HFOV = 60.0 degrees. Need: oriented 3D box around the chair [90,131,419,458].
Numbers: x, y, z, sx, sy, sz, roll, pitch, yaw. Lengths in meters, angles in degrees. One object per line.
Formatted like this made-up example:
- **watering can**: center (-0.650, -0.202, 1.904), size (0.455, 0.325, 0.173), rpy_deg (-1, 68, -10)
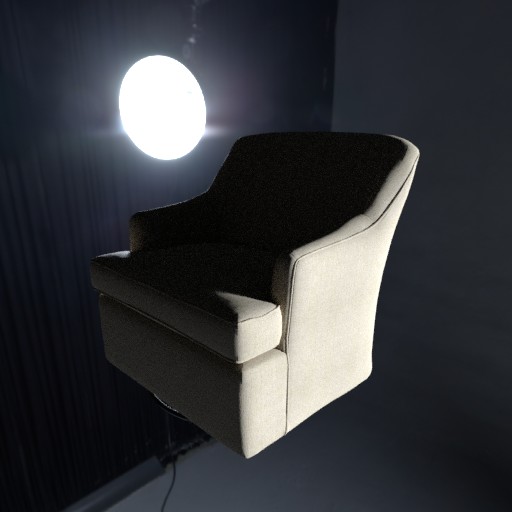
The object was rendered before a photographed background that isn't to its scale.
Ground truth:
- **chair**: center (0.000, 0.000, 1.601), size (0.864, 0.856, 0.923), rpy_deg (16, 23, 42)
